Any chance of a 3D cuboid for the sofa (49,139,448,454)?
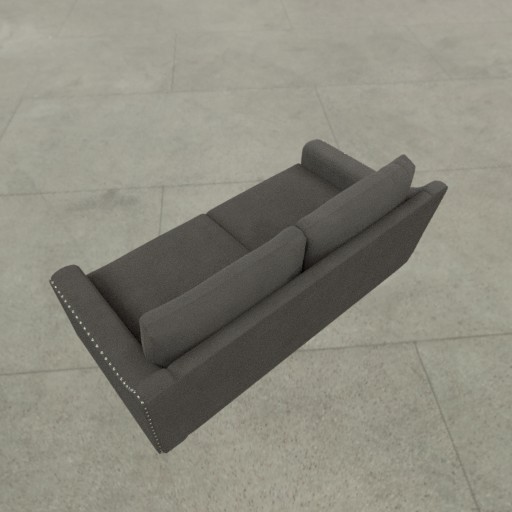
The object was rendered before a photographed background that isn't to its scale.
[{"bbox_3d":[0.000,0.000,3.270,2.550,1.196,1.336,-32,55,-26],"label":"sofa"}]
